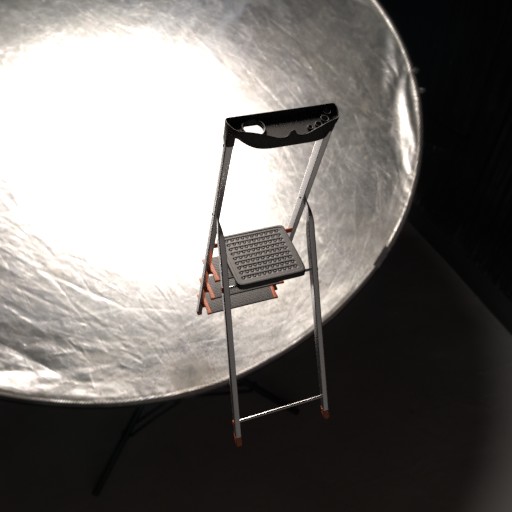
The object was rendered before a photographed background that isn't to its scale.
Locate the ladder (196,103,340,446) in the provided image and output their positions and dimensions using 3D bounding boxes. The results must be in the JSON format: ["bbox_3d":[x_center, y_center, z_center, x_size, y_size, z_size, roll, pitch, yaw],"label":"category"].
[{"bbox_3d":[0.000,0.000,1.822,0.452,1.429,0.834,-12,43,-13],"label":"ladder"}]
